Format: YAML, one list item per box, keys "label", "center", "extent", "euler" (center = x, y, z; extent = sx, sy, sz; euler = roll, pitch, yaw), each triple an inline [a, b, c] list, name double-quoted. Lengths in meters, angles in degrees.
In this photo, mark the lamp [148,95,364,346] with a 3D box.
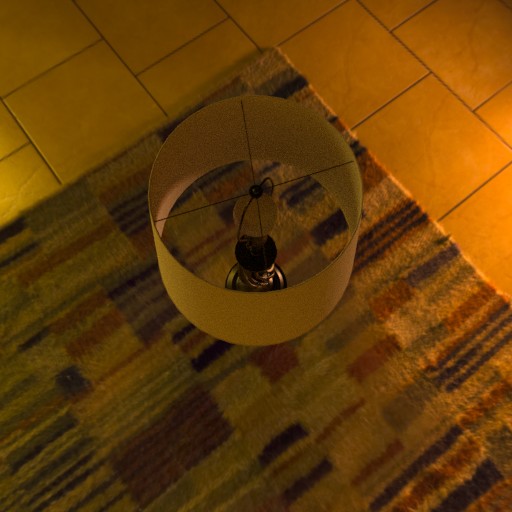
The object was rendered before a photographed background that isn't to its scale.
- label: "lamp"
  center: [0.000, 0.000, 0.806]
  extent: [0.331, 0.594, 0.331]
  euler: [0, 74, 0]
